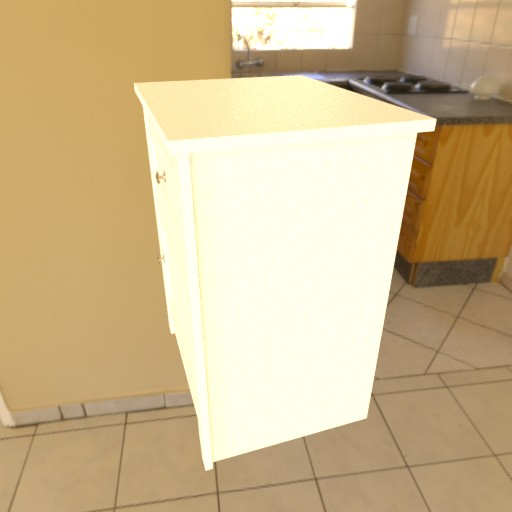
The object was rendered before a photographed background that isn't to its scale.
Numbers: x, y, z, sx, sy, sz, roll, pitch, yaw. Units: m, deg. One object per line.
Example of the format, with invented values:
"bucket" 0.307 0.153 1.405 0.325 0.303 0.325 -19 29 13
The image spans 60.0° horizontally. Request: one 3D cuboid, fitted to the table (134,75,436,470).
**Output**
"table" 0.000 0.000 0.930 0.381 0.635 0.480 -9 31 -16
